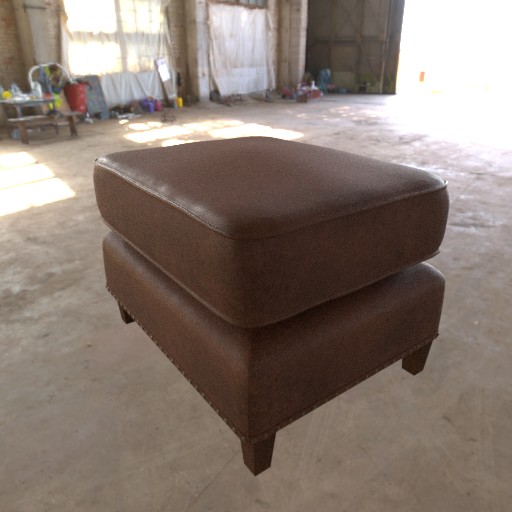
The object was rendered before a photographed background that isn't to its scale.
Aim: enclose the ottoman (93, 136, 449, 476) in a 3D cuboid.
[{"bbox_3d":[0.000,0.000,1.125,0.589,0.537,0.738,-17,29,-33],"label":"ottoman"}]
